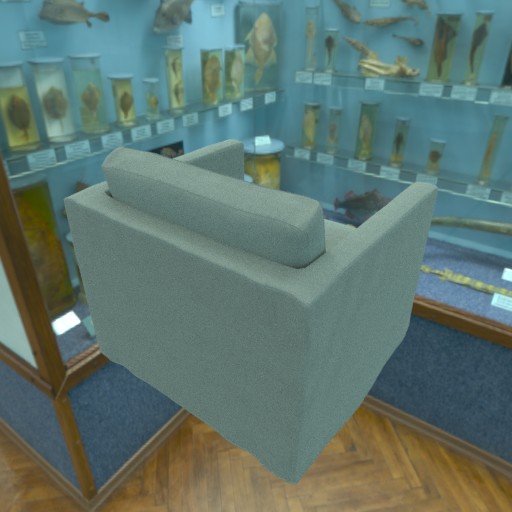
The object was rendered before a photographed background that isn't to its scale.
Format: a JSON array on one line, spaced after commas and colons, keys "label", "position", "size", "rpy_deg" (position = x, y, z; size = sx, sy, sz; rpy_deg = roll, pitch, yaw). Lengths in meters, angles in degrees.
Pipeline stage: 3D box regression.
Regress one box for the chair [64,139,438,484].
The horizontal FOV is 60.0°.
[{"label": "chair", "position": [0.000, 0.000, 1.739], "size": [1.057, 0.863, 0.949], "rpy_deg": [21, 37, 32]}]
